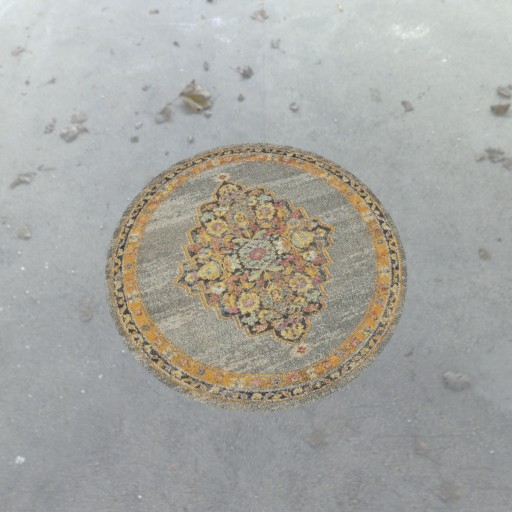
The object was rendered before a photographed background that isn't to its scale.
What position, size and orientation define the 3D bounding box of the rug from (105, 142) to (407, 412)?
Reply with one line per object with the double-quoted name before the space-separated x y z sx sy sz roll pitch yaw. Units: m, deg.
"rug" 0.000 0.000 3.530 2.382 0.014 2.382 0 62 0
